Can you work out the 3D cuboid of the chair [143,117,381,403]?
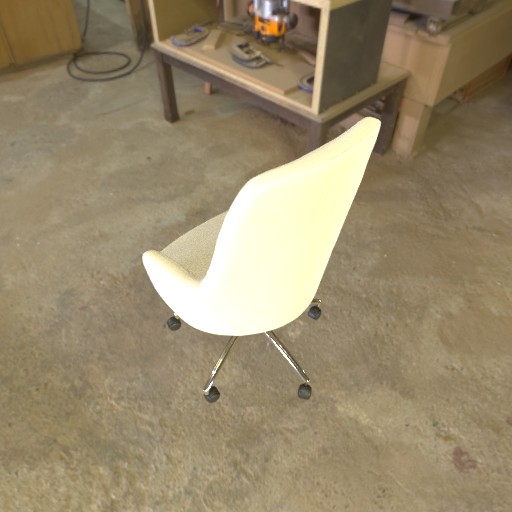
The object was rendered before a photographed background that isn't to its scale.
[{"bbox_3d":[0.000,0.000,1.456,0.620,1.049,0.640,-33,55,-28],"label":"chair"}]
